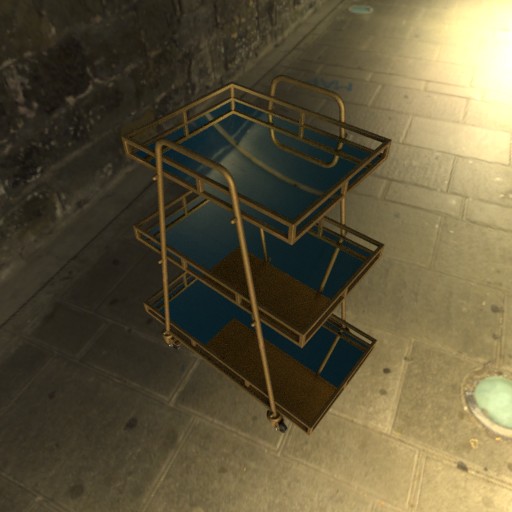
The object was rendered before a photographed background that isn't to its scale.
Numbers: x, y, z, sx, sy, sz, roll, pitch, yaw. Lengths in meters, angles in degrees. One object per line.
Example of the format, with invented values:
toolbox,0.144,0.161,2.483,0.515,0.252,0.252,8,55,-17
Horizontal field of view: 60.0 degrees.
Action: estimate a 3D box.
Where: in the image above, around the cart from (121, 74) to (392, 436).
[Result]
cart,0.000,0.000,1.281,0.711,0.883,0.441,30,52,27
